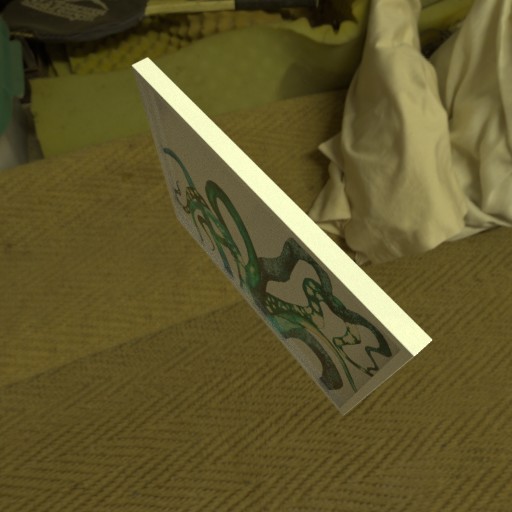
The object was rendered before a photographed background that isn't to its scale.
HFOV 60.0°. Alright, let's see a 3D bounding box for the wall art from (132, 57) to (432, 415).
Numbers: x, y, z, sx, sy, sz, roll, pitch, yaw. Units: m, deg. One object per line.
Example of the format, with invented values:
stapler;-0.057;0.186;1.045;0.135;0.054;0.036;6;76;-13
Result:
wall art;0.000;0.000;1.396;0.053;0.787;1.041;-35;68;-17
